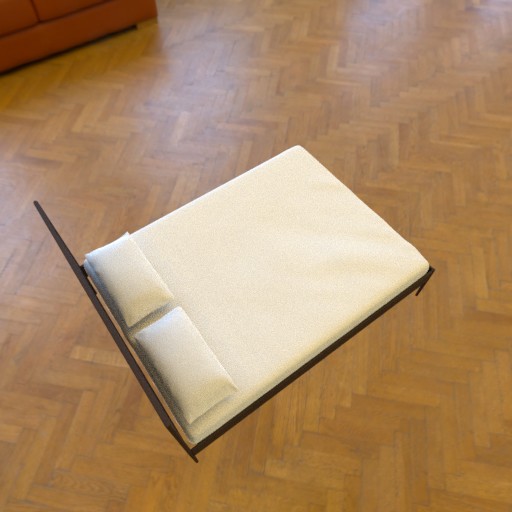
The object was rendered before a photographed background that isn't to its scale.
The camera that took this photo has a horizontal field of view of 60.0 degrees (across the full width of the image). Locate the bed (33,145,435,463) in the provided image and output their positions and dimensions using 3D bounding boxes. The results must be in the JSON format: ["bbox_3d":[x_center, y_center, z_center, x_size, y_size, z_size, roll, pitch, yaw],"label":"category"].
[{"bbox_3d":[0.000,0.000,3.107,2.122,1.173,1.572,-32,63,-18],"label":"bed"}]
